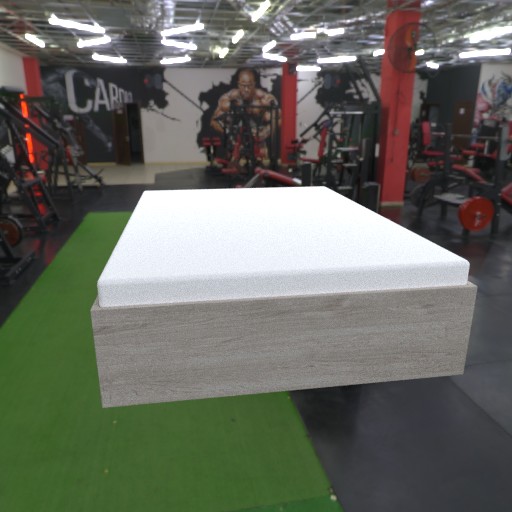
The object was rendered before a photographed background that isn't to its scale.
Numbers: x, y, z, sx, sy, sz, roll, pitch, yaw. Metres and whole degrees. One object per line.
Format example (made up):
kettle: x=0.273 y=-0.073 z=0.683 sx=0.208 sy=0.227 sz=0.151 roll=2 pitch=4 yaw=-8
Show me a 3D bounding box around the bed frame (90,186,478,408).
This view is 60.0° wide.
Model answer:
bed frame: x=0.000 y=0.000 z=2.582 sx=1.448 sy=0.490 sz=1.944 roll=-3 pitch=18 yaw=-8
